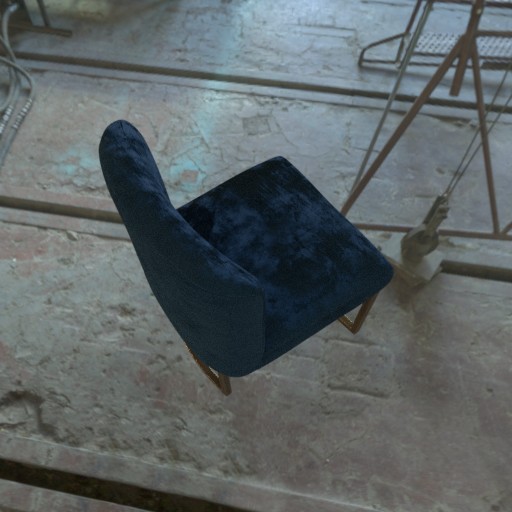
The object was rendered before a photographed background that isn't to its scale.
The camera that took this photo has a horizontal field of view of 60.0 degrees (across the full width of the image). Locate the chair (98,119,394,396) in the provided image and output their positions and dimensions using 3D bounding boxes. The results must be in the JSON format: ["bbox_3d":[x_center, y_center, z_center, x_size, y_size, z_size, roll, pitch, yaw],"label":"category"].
[{"bbox_3d":[0.000,0.000,1.199,0.560,0.824,0.530,-31,64,-17],"label":"chair"}]
